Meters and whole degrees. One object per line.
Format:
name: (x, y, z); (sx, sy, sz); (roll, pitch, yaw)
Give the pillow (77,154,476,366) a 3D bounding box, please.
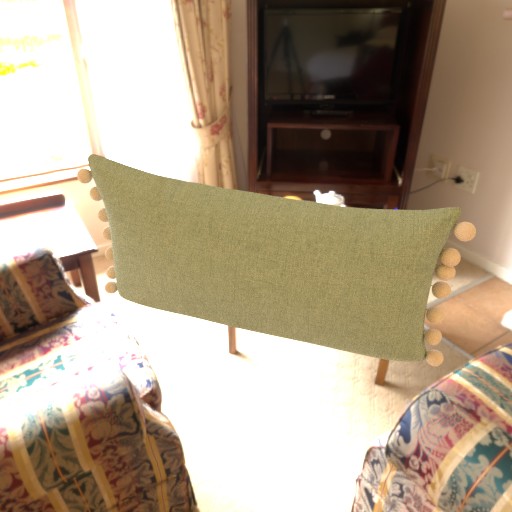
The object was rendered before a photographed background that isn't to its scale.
pillow: (0.000, 0.000, 0.822); (0.709, 0.322, 0.201); (10, 32, 16)
